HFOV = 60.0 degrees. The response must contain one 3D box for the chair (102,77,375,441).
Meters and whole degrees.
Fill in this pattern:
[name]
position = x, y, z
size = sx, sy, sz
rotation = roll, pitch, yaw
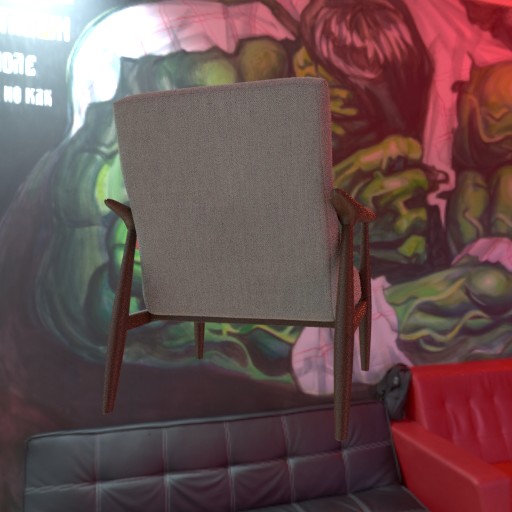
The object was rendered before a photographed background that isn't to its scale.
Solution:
[chair]
position = 0.000, 0.000, 1.429
size = 0.741, 0.832, 0.798
rotation = 0, 0, 16
